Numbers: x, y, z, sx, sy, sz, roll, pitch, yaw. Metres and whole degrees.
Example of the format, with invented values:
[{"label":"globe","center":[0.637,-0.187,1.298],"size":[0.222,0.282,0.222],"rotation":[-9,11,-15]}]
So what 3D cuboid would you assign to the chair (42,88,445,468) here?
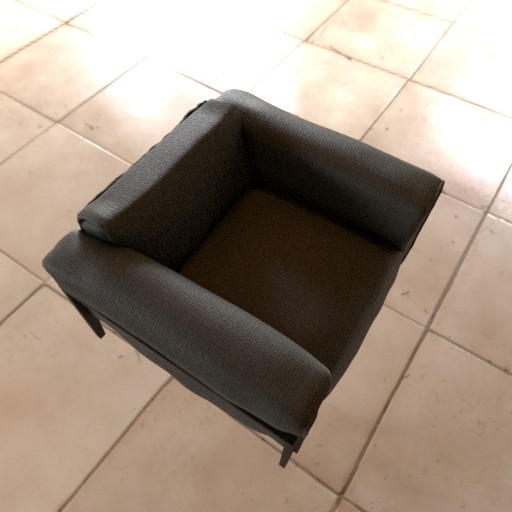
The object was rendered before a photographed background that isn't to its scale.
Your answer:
[{"label":"chair","center":[0.000,0.000,1.658],"size":[0.969,0.646,1.056],"rotation":[29,62,17]}]
